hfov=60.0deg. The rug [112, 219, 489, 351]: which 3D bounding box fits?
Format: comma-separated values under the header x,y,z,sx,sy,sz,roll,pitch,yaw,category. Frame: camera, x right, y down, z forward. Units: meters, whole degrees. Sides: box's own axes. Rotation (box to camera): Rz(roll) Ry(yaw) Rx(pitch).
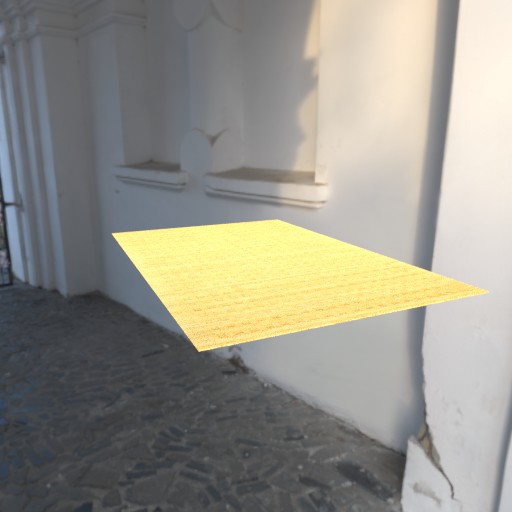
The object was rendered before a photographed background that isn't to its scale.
x,y,z,sx,sy,sz,roll,pitch,yaw,category
0.000,0.000,2.922,1.524,0.006,2.286,-7,16,-24,rug
